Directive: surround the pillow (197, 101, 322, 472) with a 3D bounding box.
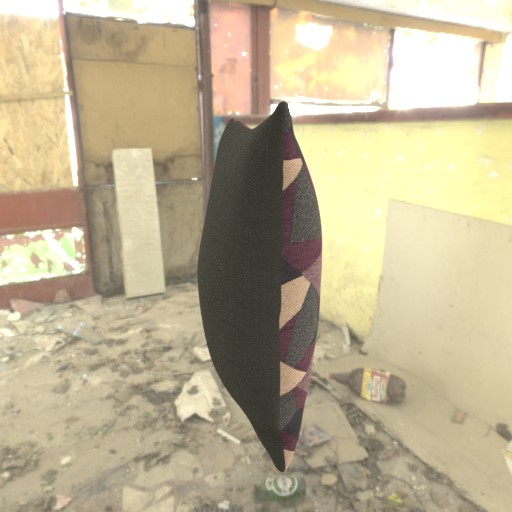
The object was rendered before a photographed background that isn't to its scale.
[{"bbox_3d":[0.000,0.000,0.791,0.208,0.496,0.503,-3,16,-9],"label":"pillow"}]
